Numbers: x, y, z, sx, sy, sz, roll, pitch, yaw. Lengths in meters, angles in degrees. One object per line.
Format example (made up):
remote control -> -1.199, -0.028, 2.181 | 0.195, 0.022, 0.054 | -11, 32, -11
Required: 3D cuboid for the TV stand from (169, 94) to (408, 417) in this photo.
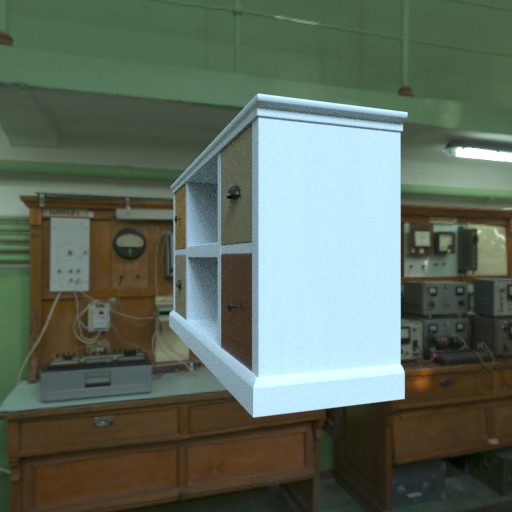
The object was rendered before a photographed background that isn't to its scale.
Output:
TV stand -> 0.000, 0.000, 1.476 | 0.424, 0.624, 1.187 | 0, 0, -19
